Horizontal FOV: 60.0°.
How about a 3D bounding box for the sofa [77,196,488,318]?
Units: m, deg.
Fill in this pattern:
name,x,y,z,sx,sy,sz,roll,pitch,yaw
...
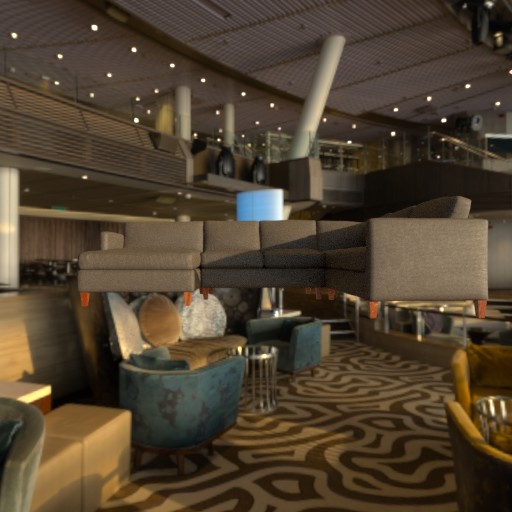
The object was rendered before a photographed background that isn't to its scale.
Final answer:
name,x,y,z,sx,sy,sz,roll,pitch,yaw
sofa,0.000,0.000,4.541,3.460,0.961,2.594,0,-1,-2
